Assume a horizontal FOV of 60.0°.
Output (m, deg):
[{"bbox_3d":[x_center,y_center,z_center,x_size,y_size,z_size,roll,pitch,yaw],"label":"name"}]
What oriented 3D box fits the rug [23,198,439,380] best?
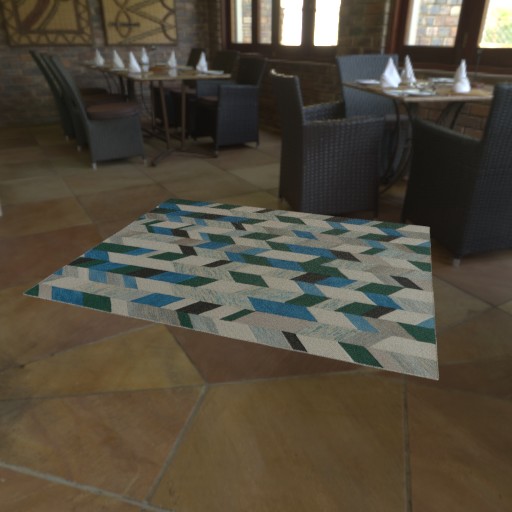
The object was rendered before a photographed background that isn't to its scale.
[{"bbox_3d":[0.000,0.000,4.035,3.036,0.008,2.440,8,27,16],"label":"rug"}]
